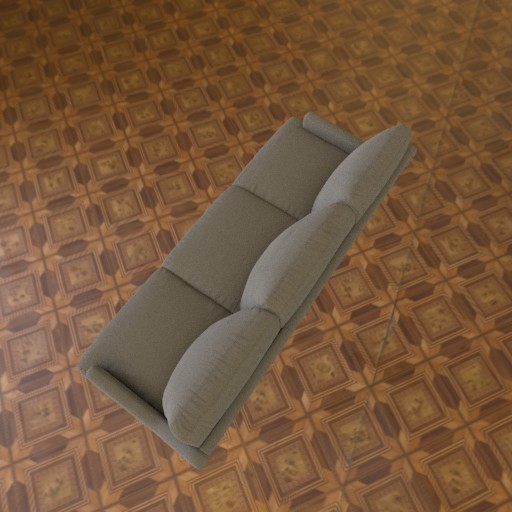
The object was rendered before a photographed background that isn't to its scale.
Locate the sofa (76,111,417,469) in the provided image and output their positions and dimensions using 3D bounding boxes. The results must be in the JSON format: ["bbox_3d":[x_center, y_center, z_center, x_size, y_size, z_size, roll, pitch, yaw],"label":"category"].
[{"bbox_3d":[0.000,0.000,2.816,0.987,0.926,2.344,32,68,15],"label":"sofa"}]
